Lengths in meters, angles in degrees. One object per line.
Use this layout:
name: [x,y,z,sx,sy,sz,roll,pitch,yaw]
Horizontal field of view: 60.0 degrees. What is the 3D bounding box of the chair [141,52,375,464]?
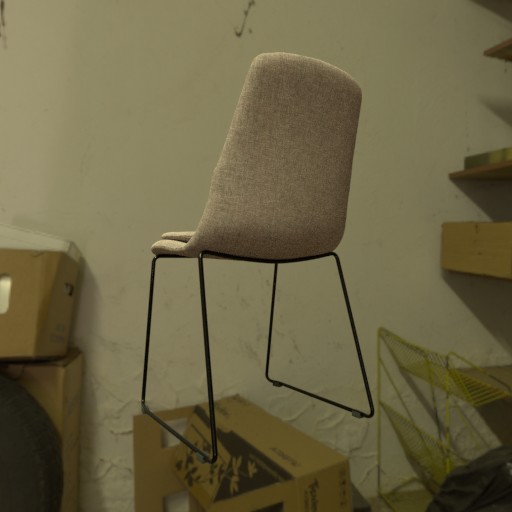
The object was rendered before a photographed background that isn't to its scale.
chair: [0.000,0.000,1.177,0.479,0.858,0.518,0,-1,-34]
